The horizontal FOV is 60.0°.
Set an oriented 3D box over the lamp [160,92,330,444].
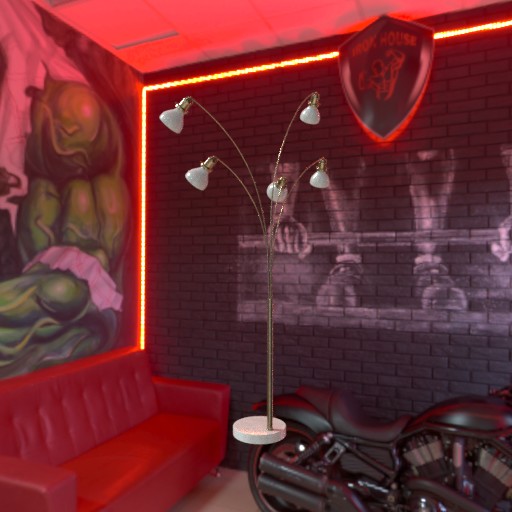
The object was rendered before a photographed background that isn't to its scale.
[{"bbox_3d":[0.000,0.000,3.034,1.405,2.423,0.361,1,-2,-35],"label":"lamp"}]
